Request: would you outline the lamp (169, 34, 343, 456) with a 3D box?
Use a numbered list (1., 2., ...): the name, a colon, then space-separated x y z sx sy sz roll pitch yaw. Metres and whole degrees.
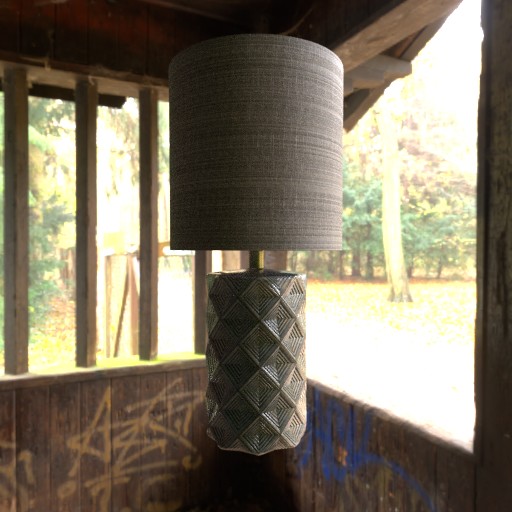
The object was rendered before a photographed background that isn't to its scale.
1. lamp: 0.000 0.000 0.699 0.268 0.566 0.269 1 1 35
